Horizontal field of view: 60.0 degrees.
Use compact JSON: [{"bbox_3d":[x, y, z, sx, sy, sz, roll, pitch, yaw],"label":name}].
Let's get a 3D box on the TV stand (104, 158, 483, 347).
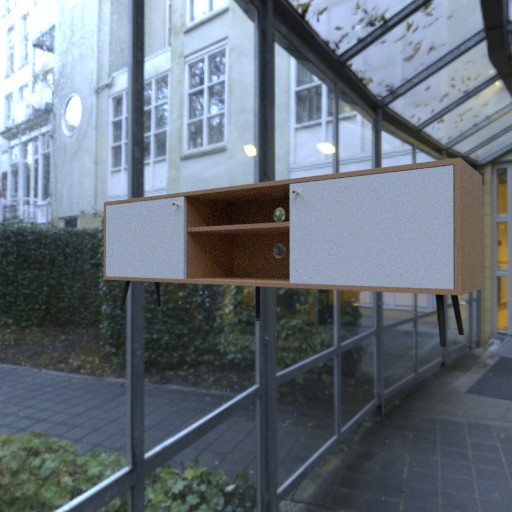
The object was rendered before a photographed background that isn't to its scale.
[{"bbox_3d":[0.000,0.000,1.980,1.760,0.580,0.400,0,0,36],"label":"TV stand"}]
